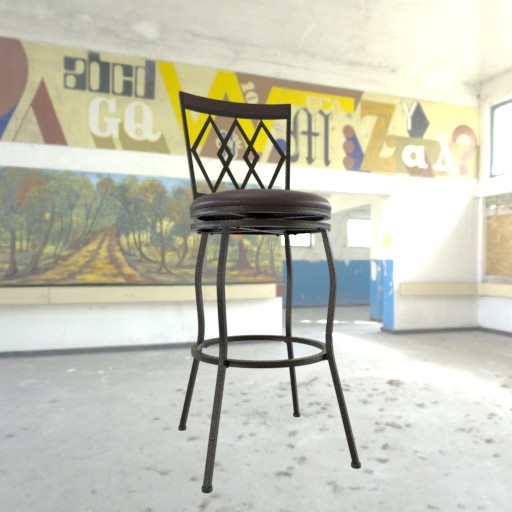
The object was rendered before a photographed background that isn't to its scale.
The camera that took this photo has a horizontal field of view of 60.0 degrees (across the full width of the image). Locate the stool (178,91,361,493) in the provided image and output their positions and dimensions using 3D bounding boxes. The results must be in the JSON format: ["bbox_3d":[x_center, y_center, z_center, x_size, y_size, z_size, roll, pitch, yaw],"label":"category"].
[{"bbox_3d":[0.000,0.000,1.367,0.432,1.134,0.521,0,-1,-18],"label":"stool"}]
